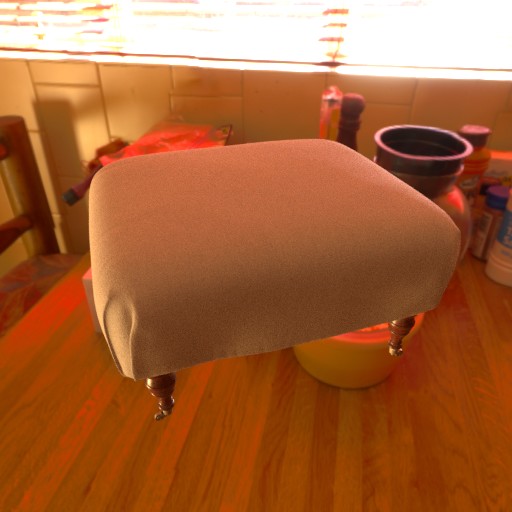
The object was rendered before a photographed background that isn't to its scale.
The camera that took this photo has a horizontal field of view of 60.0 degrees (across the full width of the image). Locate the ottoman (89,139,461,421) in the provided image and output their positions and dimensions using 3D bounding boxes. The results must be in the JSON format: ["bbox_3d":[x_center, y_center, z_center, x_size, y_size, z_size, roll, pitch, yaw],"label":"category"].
[{"bbox_3d":[0.000,0.000,1.104,0.746,0.450,0.622,-10,34,-16],"label":"ottoman"}]
